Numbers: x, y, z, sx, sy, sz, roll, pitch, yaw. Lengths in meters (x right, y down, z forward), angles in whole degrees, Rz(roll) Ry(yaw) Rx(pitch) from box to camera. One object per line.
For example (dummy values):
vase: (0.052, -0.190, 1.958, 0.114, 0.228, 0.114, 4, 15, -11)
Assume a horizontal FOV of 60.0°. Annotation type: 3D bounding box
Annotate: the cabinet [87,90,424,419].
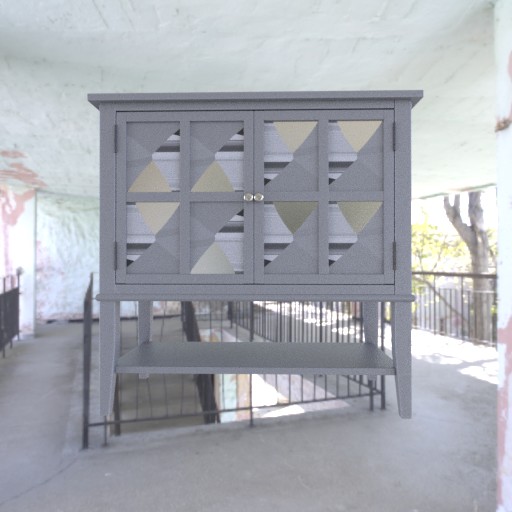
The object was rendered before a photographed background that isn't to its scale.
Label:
cabinet: (0.000, 0.000, 1.249, 0.801, 0.780, 0.396, 0, 0, 2)
